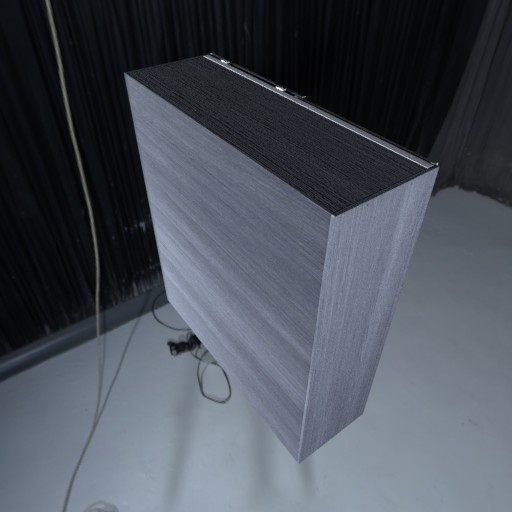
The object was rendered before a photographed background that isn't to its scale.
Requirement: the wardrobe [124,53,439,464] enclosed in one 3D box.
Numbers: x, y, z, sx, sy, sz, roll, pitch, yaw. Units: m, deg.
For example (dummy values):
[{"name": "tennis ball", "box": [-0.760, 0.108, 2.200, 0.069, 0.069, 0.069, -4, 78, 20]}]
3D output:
[{"name": "wardrobe", "box": [0.000, 0.000, 2.864, 0.629, 1.960, 1.780, -26, 48, -26]}]
